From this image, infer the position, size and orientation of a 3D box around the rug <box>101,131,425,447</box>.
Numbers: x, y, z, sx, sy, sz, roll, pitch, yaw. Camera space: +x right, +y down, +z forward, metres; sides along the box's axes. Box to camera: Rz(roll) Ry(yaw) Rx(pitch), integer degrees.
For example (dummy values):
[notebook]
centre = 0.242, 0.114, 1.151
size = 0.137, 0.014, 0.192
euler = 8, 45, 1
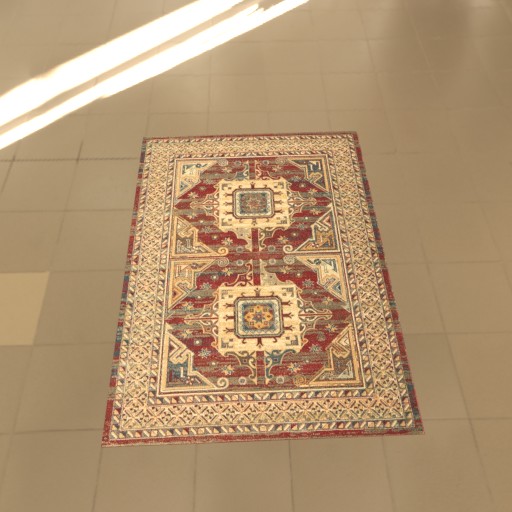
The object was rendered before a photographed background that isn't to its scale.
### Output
[rug]
centre = 0.000, 0.000, 4.096
size = 2.381, 0.013, 3.197
euler = -2, 58, -1
